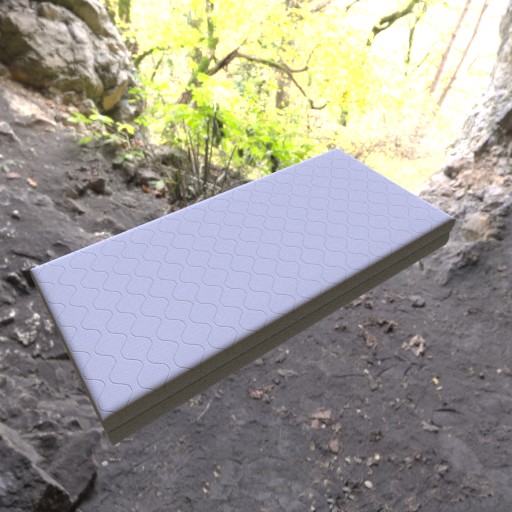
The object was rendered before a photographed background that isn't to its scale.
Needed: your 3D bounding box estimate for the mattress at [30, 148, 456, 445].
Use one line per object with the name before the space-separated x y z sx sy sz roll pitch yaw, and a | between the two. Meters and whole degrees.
mattress | 0.000 0.000 2.204 1.900 0.200 0.900 -26 49 -25
